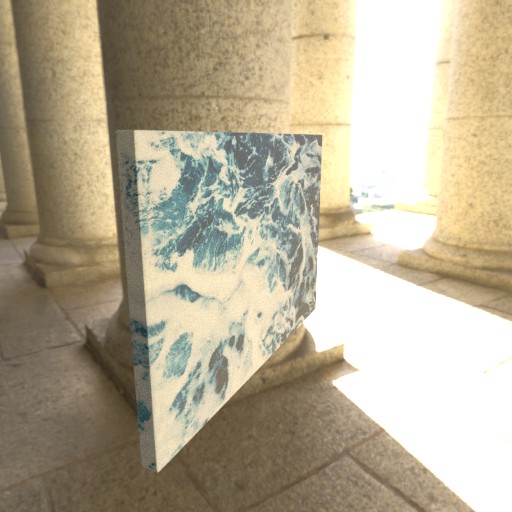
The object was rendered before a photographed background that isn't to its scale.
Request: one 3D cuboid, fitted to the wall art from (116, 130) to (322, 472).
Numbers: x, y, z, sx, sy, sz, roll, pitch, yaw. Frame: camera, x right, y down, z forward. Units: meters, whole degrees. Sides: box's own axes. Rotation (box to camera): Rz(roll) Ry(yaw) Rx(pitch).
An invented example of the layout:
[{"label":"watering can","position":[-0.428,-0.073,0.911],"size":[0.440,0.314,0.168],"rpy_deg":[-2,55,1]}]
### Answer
[{"label":"wall art","position":[0.000,0.000,1.143],"size":[0.042,0.610,0.915],"rpy_deg":[7,16,25]}]
